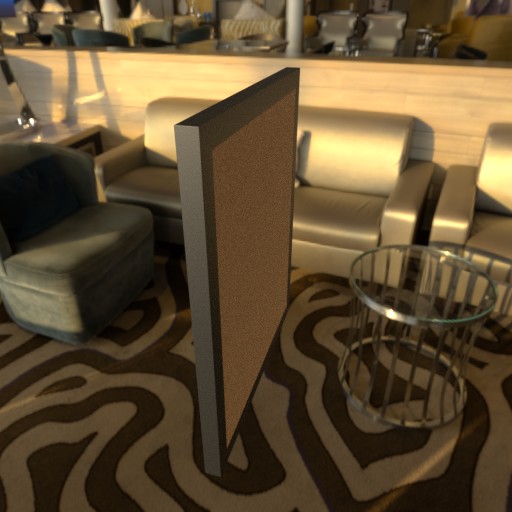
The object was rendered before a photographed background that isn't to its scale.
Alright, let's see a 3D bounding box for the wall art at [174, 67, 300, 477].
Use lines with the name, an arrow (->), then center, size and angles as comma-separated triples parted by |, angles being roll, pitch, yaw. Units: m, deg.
wall art -> 0.000, 0.000, 0.707 | 0.025, 0.508, 0.432 | 9, 31, 15
